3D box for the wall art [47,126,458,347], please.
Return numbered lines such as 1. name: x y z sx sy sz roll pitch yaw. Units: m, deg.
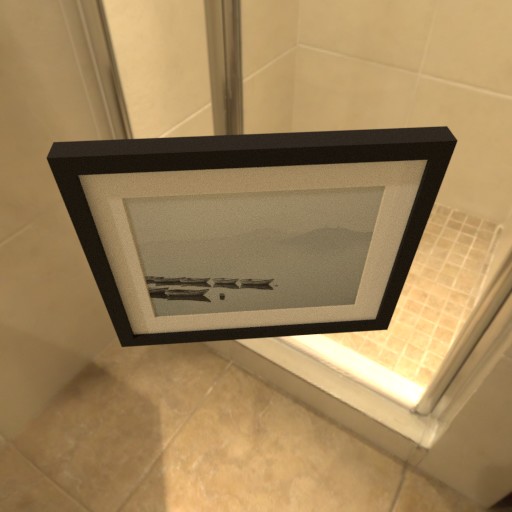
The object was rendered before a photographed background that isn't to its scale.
1. wall art: 0.000 0.000 0.553 0.397 0.325 0.028 -3 46 -3
